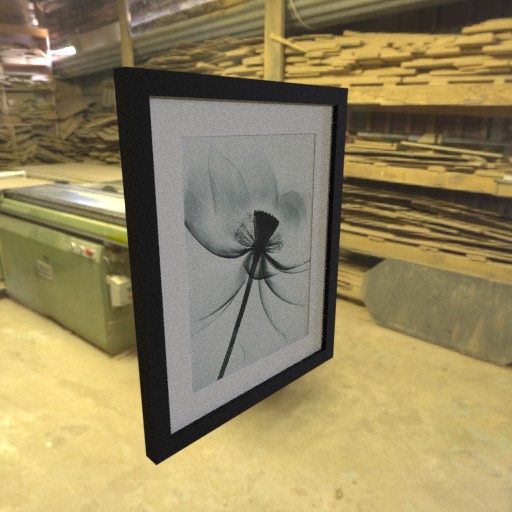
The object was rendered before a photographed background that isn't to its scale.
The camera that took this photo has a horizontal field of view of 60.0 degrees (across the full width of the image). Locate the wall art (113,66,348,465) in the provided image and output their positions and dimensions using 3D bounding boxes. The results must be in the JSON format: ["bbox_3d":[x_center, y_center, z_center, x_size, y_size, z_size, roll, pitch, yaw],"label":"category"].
[{"bbox_3d":[0.000,0.000,0.756,0.029,0.559,0.457,16,23,42],"label":"wall art"}]
